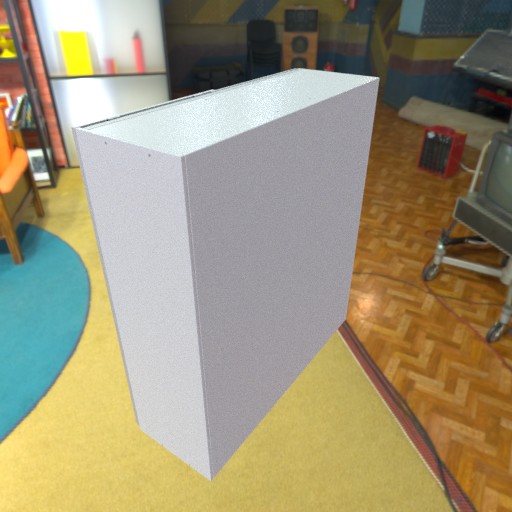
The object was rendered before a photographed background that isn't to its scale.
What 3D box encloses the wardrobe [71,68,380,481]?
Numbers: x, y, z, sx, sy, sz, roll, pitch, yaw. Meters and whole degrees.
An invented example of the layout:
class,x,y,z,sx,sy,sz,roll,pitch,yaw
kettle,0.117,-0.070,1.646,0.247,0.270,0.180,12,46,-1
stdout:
class,x,y,z,sx,sy,sz,roll,pitch,yaw
wardrobe,0.000,0.000,2.826,0.629,1.960,1.780,21,38,29
